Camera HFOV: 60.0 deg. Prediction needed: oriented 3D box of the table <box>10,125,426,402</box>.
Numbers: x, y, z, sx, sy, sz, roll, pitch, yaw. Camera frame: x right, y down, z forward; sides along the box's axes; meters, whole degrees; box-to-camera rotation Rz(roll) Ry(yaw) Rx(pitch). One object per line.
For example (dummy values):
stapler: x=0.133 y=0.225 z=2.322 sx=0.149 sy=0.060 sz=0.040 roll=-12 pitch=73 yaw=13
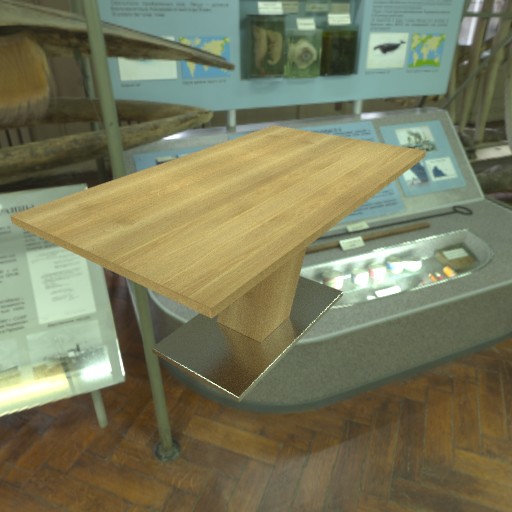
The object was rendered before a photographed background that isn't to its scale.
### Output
table: x=0.000 y=0.000 z=2.020 sx=0.900 sy=0.750 sz=1.600 roll=20 pitch=35 yaw=31
